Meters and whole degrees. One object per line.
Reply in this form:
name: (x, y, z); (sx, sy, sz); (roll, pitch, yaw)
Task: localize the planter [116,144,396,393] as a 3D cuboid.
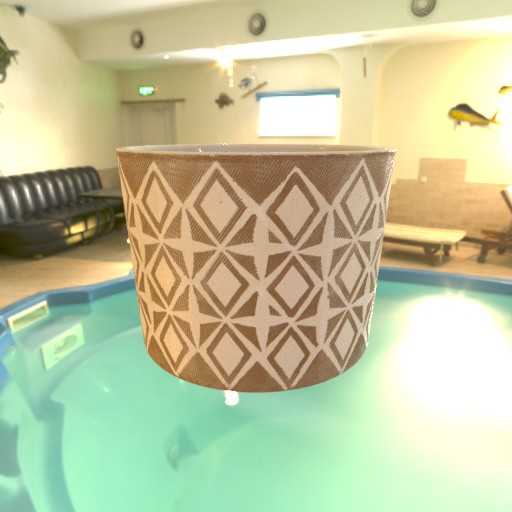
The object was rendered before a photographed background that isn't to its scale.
planter: (0.000, 0.000, 0.459); (0.260, 0.220, 0.260); (0, 15, 0)
